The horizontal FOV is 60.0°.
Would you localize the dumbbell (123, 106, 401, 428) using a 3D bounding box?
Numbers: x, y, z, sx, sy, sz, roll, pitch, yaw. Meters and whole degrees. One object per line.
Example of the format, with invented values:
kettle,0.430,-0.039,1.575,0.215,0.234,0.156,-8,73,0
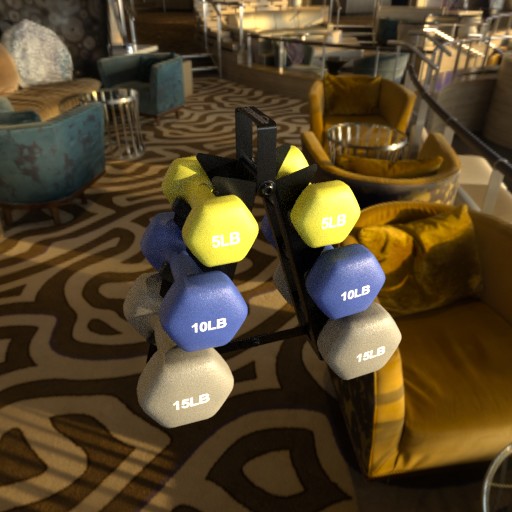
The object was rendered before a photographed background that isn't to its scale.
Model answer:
dumbbell,0.000,0.000,0.676,0.416,0.426,0.261,-10,33,-16
